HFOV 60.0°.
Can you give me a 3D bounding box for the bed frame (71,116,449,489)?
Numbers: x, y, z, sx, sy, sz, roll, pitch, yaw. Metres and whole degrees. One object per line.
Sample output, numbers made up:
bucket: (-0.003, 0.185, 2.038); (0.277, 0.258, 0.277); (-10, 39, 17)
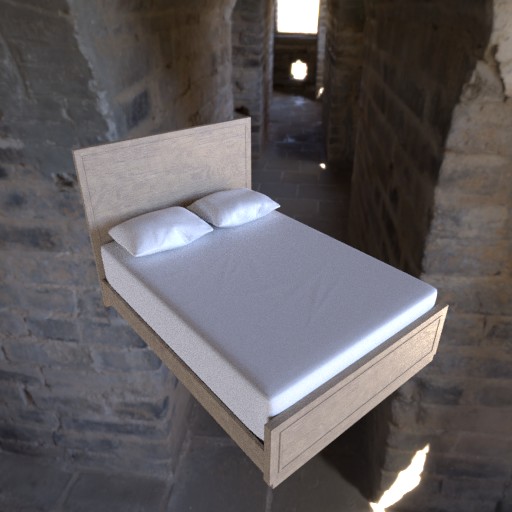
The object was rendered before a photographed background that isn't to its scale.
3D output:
bed frame: (0.000, 0.000, 3.210); (1.606, 1.369, 2.189); (-22, 37, -33)
